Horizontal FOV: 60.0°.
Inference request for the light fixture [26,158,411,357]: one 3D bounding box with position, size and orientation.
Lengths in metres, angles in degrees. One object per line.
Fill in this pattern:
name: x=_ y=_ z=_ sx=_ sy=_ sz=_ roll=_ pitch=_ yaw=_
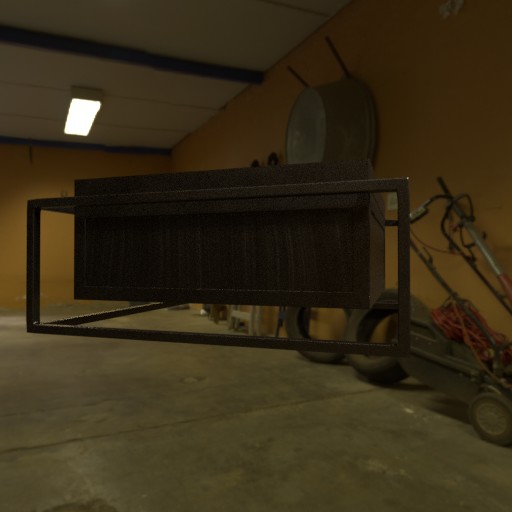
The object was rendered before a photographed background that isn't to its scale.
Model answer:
light fixture: x=0.000 y=0.000 z=0.678 sx=0.441 sy=0.191 sz=0.441 roll=0 pitch=-1 yaw=19
